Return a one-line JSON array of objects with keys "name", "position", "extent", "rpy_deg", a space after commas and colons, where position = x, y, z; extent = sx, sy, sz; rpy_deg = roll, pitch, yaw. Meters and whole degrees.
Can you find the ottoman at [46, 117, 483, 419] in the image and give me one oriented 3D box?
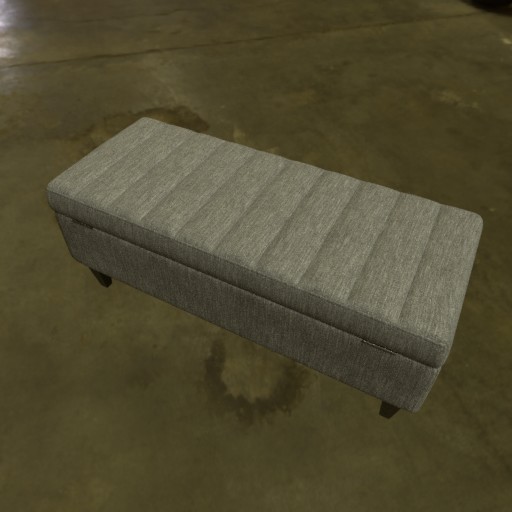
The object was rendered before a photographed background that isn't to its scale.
[{"name": "ottoman", "position": [0.000, 0.000, 1.372], "extent": [1.151, 0.469, 0.482], "rpy_deg": [21, 49, 19]}]
